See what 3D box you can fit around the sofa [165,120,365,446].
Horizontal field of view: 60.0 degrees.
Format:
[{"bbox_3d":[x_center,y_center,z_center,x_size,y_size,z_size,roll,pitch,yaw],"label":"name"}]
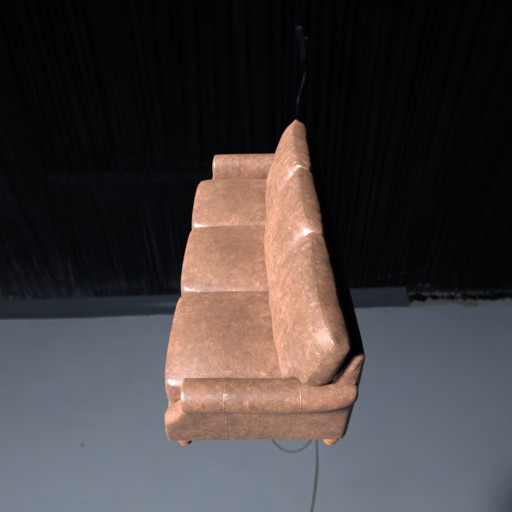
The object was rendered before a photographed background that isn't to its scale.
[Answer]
[{"bbox_3d":[0.000,0.000,2.952,0.973,0.977,2.351,0,41,0],"label":"sofa"}]
